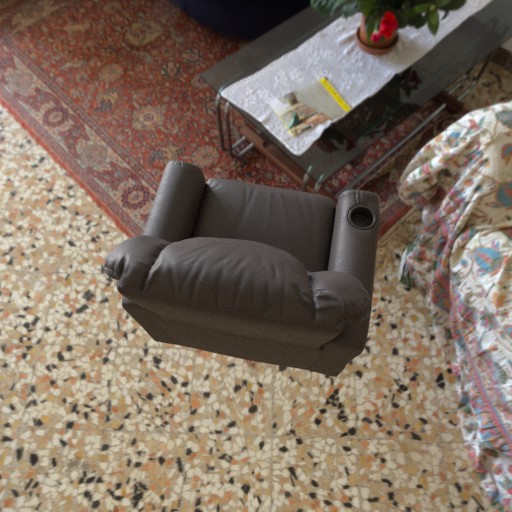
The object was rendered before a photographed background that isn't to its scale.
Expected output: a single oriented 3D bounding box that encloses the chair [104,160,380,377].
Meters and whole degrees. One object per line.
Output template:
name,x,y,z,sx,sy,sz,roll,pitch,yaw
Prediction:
chair,0.000,0.000,1.136,0.610,0.709,0.521,10,65,5
